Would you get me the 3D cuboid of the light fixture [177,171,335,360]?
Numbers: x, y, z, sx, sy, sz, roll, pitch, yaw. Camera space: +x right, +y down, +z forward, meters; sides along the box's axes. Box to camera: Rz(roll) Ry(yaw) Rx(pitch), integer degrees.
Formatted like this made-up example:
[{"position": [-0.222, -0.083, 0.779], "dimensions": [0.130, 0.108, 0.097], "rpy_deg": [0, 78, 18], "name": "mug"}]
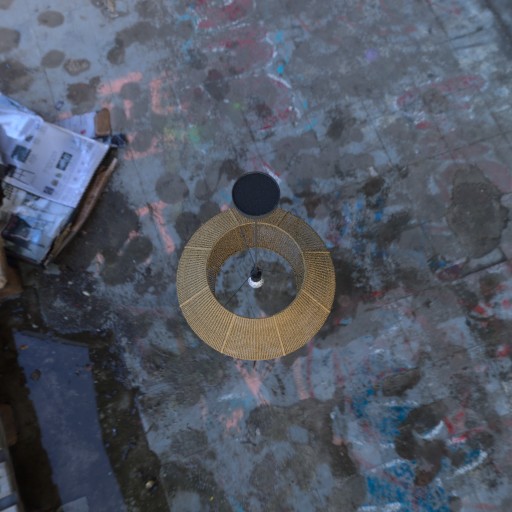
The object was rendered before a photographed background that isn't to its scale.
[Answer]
[{"position": [0.000, 0.000, 1.457], "dimensions": [0.643, 1.009, 0.643], "rpy_deg": [0, 74, 0], "name": "light fixture"}]
